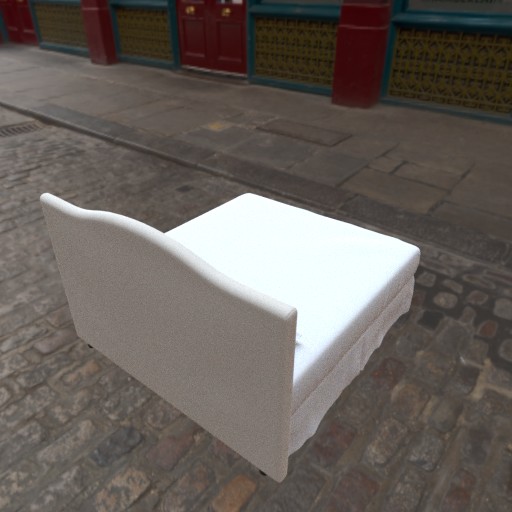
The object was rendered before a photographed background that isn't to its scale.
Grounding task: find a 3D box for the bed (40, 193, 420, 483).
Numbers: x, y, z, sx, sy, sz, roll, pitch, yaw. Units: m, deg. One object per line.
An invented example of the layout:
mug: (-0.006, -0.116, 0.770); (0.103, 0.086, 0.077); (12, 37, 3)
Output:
bed: (0.000, 0.000, 3.509); (2.083, 1.421, 2.182); (22, 38, 32)
